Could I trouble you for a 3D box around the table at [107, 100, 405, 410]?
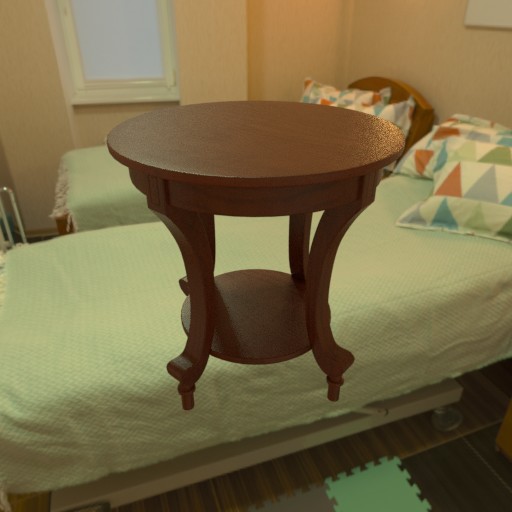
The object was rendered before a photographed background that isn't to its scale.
[{"bbox_3d":[0.000,0.000,1.072,0.597,0.612,0.597,0,30,0],"label":"table"}]
